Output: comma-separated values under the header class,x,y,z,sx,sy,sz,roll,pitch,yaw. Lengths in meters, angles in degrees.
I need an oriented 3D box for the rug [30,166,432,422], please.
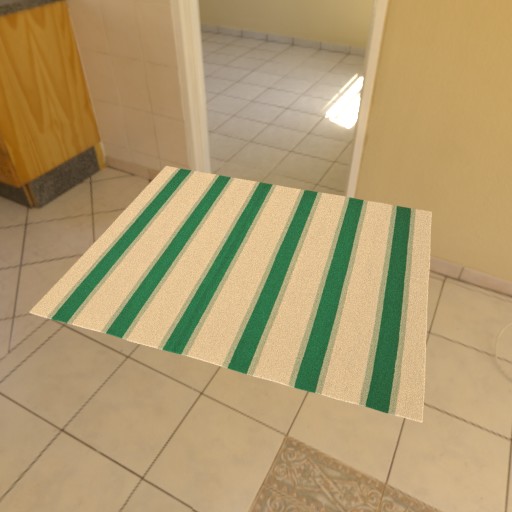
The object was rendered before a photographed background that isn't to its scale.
class,x,y,z,sx,sy,sz,roll,pitch,yaw
rug,0.000,0.000,4.065,3.041,0.019,2.434,12,43,13
